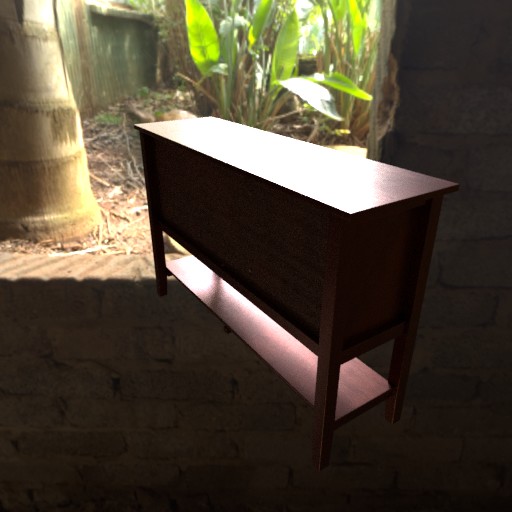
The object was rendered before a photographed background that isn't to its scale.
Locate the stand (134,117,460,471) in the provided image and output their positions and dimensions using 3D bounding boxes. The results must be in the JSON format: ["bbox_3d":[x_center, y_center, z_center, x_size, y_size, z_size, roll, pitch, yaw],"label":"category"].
[{"bbox_3d":[0.000,0.000,1.774,0.410,0.872,1.362,-16,30,-30],"label":"stand"}]
